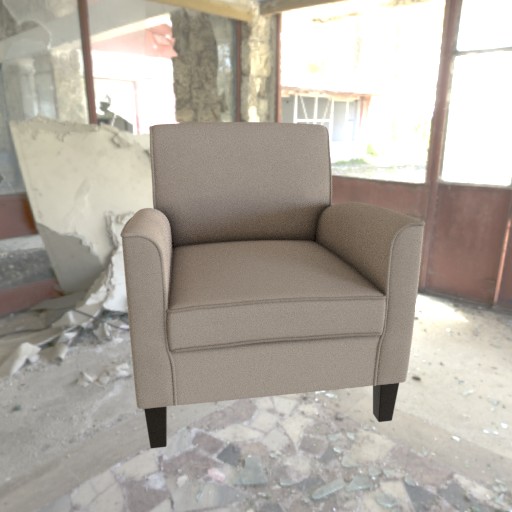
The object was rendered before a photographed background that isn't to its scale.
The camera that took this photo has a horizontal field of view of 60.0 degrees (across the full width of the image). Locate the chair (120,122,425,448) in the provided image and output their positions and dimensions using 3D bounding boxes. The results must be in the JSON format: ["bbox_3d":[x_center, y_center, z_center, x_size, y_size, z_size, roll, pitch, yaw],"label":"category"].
[{"bbox_3d":[0.000,0.000,1.571,0.820,0.915,0.820,-3,17,-9],"label":"chair"}]
